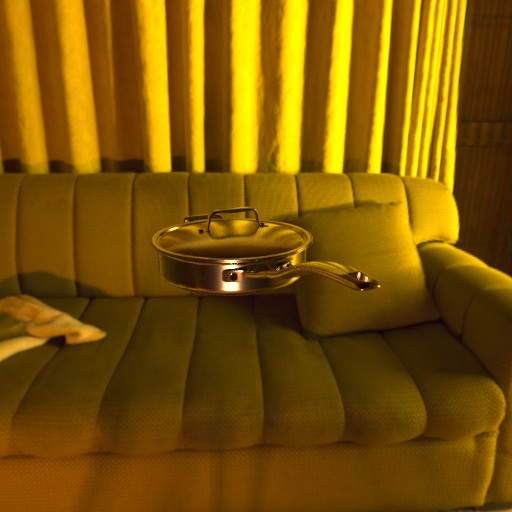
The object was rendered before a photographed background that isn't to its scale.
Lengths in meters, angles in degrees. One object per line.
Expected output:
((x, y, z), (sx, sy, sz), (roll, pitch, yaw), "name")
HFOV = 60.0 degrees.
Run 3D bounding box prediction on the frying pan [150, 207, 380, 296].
((0.000, 0.000, 0.688), (0.280, 0.114, 0.561), (-7, 19, -23), "frying pan")
